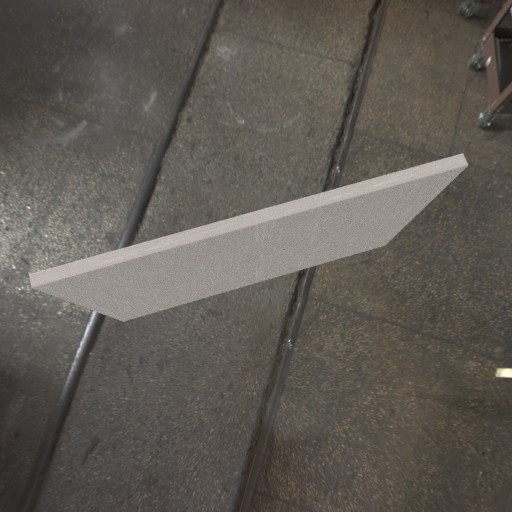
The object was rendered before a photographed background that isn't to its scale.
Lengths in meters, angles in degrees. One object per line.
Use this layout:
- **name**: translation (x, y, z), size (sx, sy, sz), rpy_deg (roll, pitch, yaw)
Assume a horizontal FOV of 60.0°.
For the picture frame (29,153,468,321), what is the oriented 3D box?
- **picture frame**: translation (0.000, 0.000, 1.238), size (0.950, 0.640, 0.029), rpy_deg (-16, 76, -4)
